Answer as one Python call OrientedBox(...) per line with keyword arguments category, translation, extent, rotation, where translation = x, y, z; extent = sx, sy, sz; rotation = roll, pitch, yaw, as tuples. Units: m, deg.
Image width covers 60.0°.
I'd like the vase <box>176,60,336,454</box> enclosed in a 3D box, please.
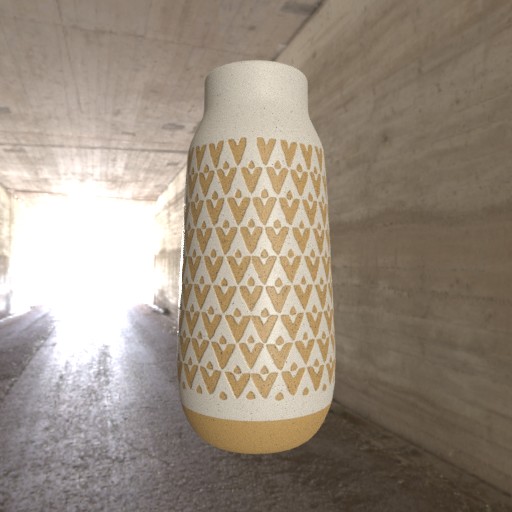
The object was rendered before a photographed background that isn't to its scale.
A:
OrientedBox(category="vase", translation=(0.000, 0.000, 0.390), extent=(0.137, 0.307, 0.137), rotation=(0, -1, 0))
